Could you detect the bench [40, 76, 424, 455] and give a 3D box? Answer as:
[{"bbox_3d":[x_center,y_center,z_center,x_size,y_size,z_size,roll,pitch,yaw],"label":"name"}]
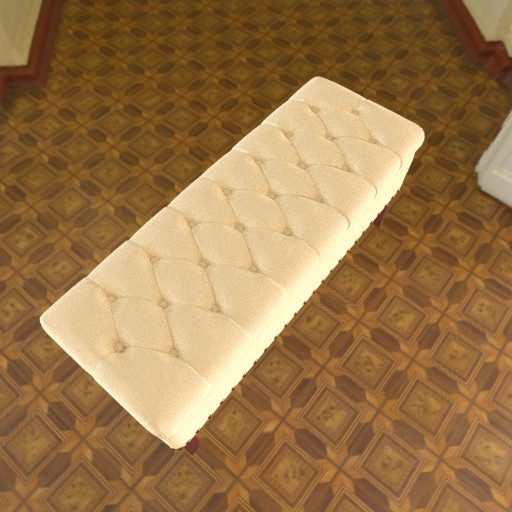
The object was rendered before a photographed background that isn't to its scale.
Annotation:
[{"bbox_3d":[0.000,0.000,1.283,0.400,0.470,1.054,35,65,19],"label":"bench"}]
